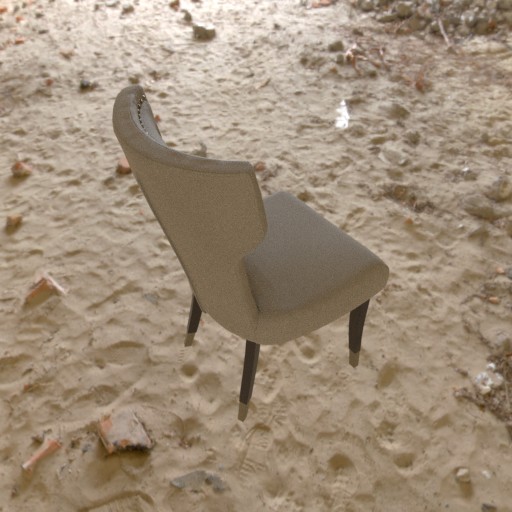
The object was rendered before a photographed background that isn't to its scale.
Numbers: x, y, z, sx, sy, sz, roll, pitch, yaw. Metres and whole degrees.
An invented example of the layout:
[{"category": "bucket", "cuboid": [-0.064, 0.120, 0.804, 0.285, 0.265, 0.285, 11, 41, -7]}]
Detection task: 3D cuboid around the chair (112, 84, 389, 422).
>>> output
[{"category": "chair", "cuboid": [0.000, 0.000, 1.308, 0.630, 0.955, 0.526, -26, 48, -26]}]
